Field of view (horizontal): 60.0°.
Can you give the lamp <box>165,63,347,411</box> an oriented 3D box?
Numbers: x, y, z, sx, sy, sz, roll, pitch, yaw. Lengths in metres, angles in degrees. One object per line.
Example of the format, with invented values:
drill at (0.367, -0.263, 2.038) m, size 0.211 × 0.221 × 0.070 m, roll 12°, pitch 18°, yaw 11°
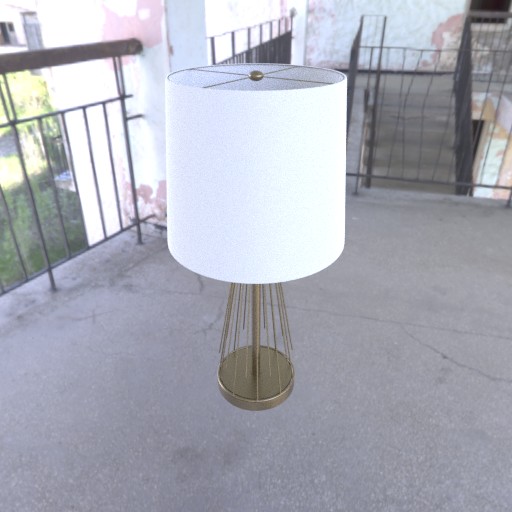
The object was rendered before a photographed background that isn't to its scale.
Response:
lamp at (0.000, 0.000, 0.793) m, size 0.303 × 0.618 × 0.303 m, roll 0°, pitch 30°, yaw 0°
